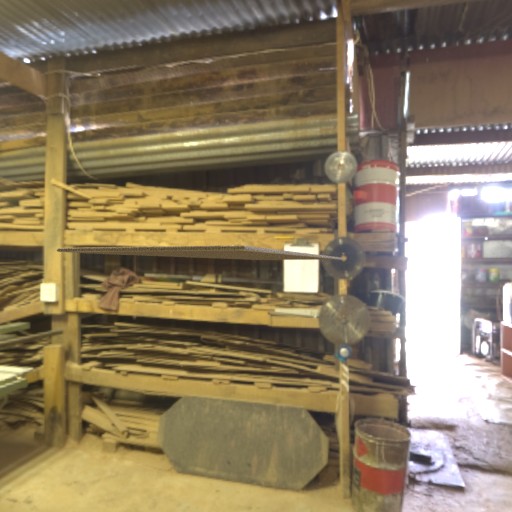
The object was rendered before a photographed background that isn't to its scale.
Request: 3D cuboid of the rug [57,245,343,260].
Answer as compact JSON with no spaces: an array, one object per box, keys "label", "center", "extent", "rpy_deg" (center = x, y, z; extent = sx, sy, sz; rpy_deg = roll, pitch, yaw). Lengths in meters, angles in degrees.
[{"label":"rug","center":[0.000,0.000,2.474],"extent":[0.678,0.014,2.276],"rpy_deg":[0,-1,18]}]
